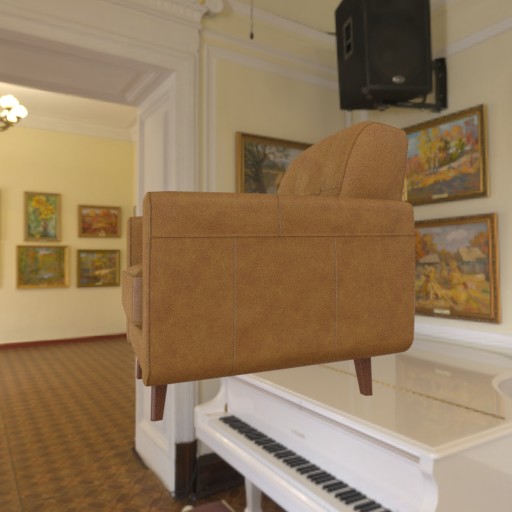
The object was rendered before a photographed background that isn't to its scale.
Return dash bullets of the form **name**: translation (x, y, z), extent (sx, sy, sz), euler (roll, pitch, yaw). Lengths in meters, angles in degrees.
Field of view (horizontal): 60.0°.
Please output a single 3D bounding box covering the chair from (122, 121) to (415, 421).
- **chair**: translation (0.000, 0.000, 1.672), extent (0.942, 0.968, 0.845), euler (0, -1, -20)
